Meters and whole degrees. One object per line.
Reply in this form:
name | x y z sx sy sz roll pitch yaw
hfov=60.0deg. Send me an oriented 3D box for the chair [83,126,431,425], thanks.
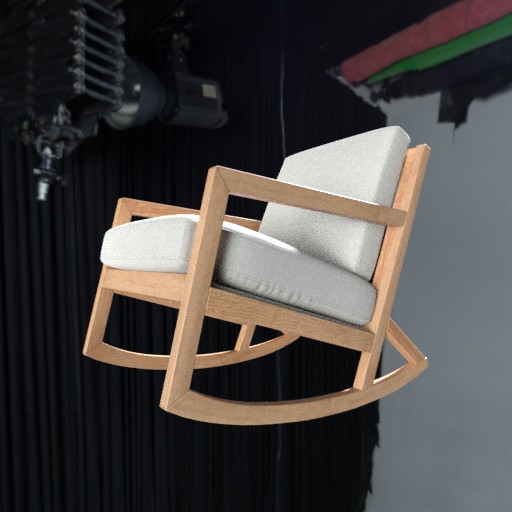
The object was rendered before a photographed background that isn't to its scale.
chair | 0.000 0.000 1.346 0.857 0.790 0.622 0 0 -35
